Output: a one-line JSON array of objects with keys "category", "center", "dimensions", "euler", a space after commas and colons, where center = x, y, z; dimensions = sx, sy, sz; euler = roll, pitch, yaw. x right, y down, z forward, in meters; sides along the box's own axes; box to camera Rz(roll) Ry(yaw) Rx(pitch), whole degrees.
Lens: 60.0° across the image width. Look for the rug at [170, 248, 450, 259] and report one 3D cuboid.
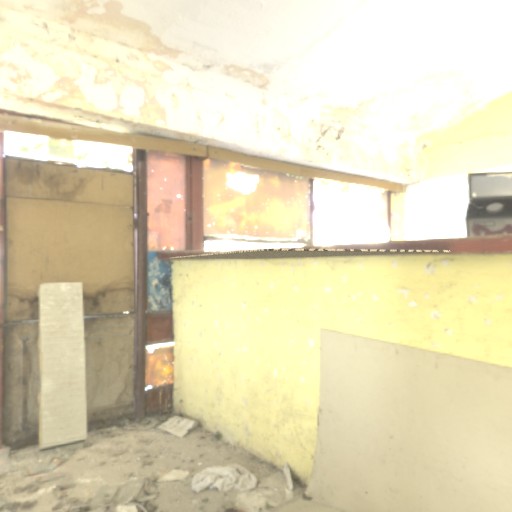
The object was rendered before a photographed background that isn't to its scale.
[{"category": "rug", "center": [0.000, 0.000, 2.506], "dimensions": [0.676, 0.008, 2.277], "euler": [0, -1, -18]}]
